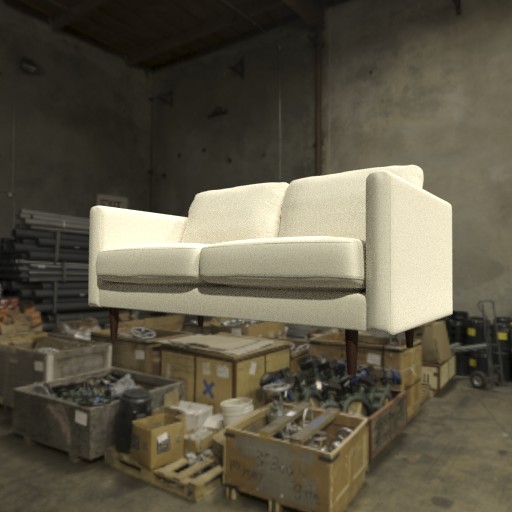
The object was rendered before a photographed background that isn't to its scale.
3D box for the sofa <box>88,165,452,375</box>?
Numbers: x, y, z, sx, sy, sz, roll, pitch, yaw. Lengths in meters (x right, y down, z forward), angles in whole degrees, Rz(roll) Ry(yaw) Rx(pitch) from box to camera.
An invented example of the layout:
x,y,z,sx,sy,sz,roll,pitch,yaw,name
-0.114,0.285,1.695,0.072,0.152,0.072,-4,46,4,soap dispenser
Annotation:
x,y,z,sx,sy,sz,roll,pitch,yaw,name
0.000,0.000,2.289,1.713,0.893,0.940,-1,-2,36,sofa
